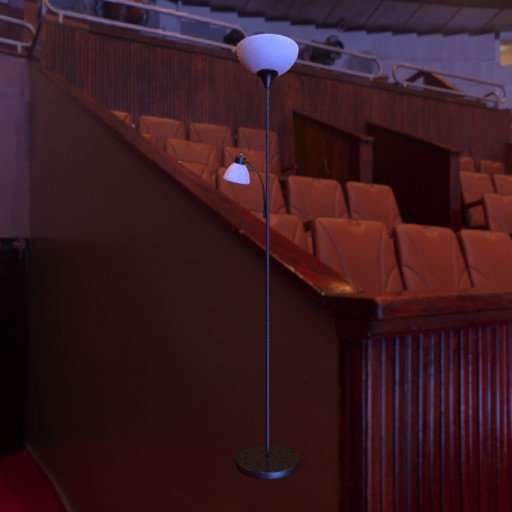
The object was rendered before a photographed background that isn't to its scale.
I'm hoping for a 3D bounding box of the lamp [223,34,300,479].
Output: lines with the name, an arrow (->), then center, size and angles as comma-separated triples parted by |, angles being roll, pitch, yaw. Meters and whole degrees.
lamp -> 0.000, 0.000, 1.997 | 0.279, 1.804, 0.442 | 1, -1, -36
